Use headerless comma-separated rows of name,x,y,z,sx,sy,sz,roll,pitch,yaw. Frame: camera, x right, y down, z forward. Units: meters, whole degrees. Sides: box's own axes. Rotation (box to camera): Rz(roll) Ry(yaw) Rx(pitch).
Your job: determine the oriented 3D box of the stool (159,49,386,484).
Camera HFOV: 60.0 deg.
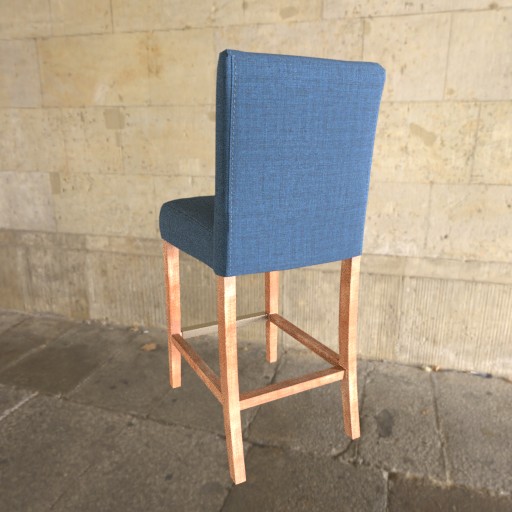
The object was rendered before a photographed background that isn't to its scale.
stool,0.000,0.000,1.332,0.454,1.039,0.567,-8,17,-26
